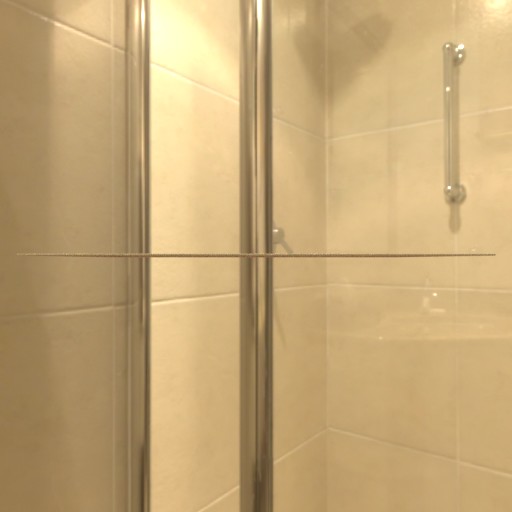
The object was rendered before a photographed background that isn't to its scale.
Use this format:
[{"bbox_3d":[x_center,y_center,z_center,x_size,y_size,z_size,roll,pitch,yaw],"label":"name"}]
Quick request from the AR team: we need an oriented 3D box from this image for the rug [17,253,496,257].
[{"bbox_3d":[0.000,0.000,1.075,0.868,0.004,0.556,0,-1,0],"label":"rug"}]
